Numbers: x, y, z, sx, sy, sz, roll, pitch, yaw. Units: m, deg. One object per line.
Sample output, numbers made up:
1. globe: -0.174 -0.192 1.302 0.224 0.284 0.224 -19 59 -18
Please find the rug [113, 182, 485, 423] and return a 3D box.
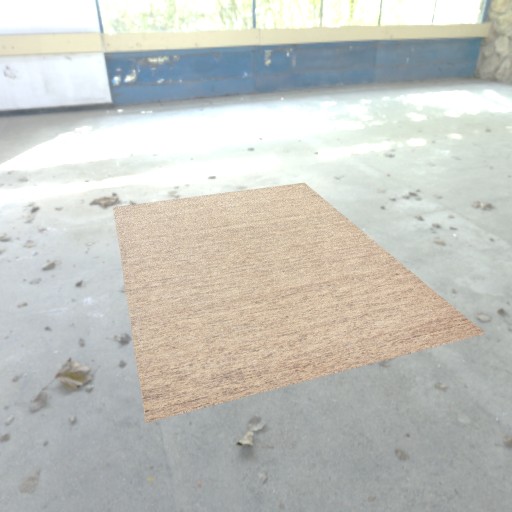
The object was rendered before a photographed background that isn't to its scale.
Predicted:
1. rug: 0.000 0.000 4.209 2.448 0.013 3.205 -10 32 -16
